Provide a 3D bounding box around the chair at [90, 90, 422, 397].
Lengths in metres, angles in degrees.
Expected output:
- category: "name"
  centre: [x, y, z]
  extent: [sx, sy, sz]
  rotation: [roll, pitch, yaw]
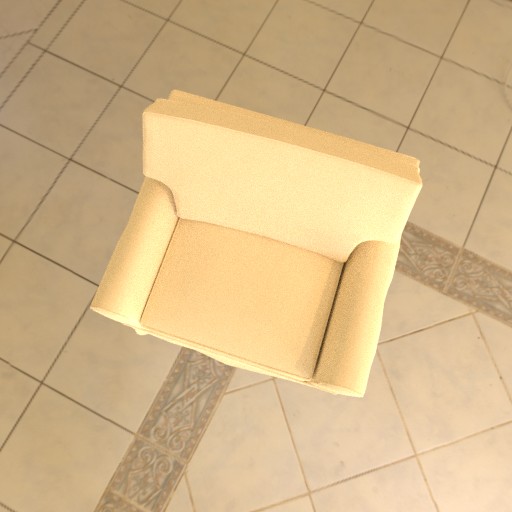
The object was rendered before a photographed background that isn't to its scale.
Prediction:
- category: "chair"
  centre: [0.000, 0.000, 1.837]
  extent: [1.099, 0.958, 0.904]
  rotation: [17, 76, 4]
